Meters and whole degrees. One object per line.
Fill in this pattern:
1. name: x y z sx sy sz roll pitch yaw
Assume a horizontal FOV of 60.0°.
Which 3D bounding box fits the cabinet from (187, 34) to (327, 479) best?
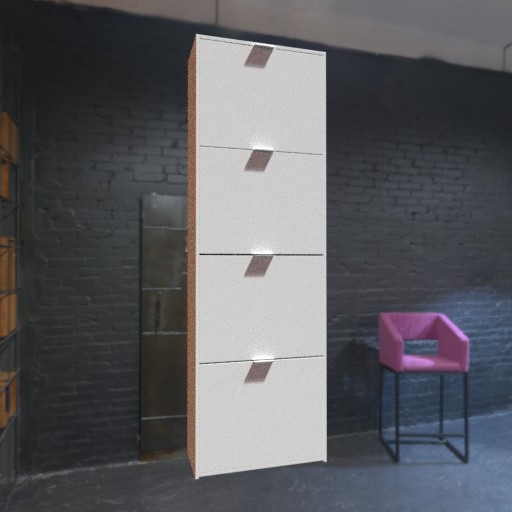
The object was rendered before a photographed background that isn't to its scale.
1. cabinet: 0.000 0.000 1.796 0.520 1.630 0.255 0 -1 -16
